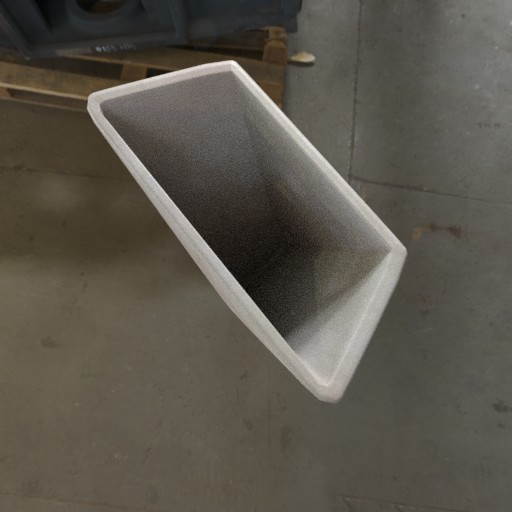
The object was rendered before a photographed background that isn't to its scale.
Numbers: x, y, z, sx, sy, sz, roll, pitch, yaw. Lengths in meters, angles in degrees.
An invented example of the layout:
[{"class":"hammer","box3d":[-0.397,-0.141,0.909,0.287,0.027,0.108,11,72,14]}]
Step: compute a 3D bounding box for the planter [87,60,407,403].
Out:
[{"class":"planter","box3d":[0.000,0.000,0.262,0.060,0.197,0.150,-38,80,-8]}]
